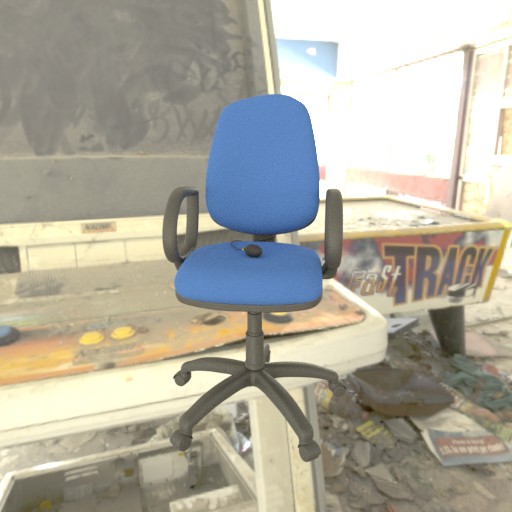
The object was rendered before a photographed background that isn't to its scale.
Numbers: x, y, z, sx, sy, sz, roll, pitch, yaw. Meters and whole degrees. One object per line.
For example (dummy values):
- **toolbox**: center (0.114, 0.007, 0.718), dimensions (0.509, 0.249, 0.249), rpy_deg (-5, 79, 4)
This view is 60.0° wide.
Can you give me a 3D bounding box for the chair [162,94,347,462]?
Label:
- **chair**: center (0.000, 0.000, 1.244), dimensions (0.552, 0.905, 0.549), rpy_deg (2, 14, 7)
